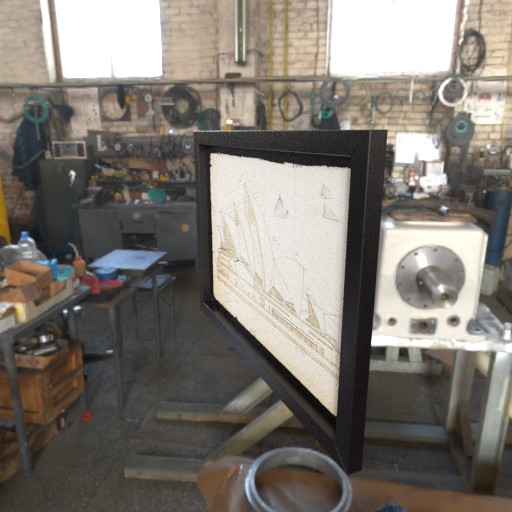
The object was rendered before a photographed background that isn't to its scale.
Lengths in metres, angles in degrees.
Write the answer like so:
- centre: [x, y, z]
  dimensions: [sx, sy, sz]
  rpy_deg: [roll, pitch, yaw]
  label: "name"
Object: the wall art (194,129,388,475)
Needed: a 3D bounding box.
- centre: [0.000, 0.000, 0.840]
  dimensions: [0.027, 0.458, 0.657]
  rpy_deg: [-7, 17, -24]
  label: "wall art"
